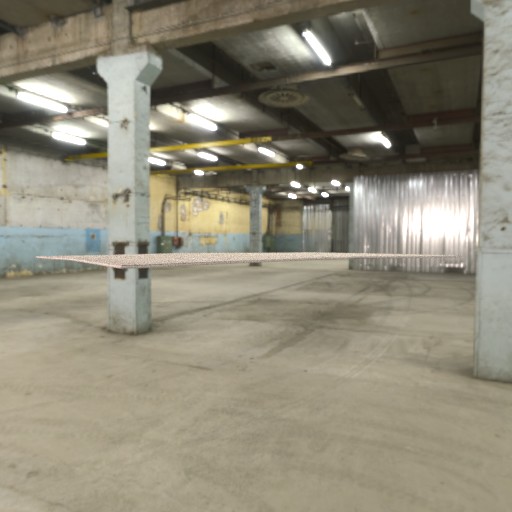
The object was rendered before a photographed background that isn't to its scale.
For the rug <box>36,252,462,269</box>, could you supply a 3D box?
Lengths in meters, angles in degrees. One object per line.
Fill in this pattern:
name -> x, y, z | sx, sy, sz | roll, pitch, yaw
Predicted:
rug -> 0.000, 0.000, 2.206 | 1.792, 0.021, 1.154 | -1, 2, -36
